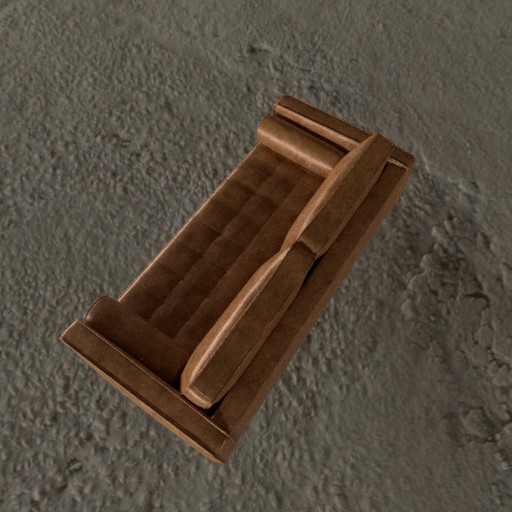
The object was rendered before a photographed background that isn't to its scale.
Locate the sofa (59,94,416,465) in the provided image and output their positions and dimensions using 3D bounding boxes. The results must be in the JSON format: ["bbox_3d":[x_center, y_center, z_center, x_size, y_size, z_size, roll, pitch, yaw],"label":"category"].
[{"bbox_3d":[0.000,0.000,2.433,0.924,0.825,1.920,31,67,15],"label":"sofa"}]
